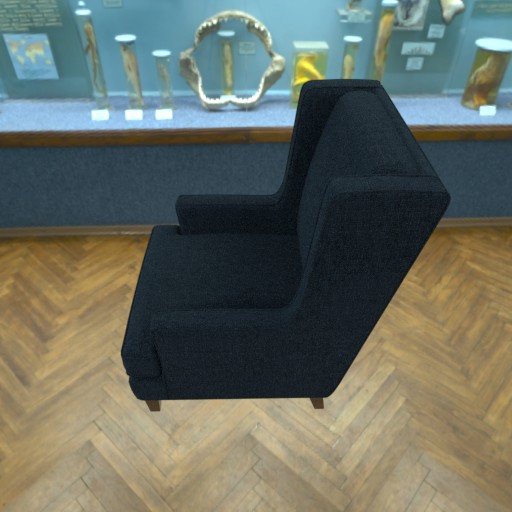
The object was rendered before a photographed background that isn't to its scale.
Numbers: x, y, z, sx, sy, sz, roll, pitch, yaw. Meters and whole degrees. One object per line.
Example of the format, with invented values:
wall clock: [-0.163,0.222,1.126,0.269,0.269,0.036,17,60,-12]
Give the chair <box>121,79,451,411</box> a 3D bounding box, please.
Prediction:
chair: [0.000,0.000,1.696,0.947,1.072,0.764,-1,41,-1]
